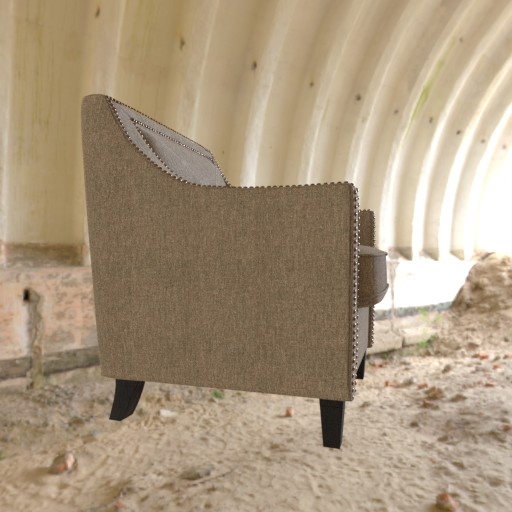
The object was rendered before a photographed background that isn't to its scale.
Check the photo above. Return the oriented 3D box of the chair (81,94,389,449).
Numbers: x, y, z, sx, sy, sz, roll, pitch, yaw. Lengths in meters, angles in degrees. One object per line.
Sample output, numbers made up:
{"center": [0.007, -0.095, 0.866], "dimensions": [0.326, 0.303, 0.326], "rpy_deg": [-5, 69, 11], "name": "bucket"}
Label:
{"center": [0.000, 0.000, 1.545], "dimensions": [0.884, 0.967, 0.776], "rpy_deg": [0, 0, 19], "name": "chair"}
